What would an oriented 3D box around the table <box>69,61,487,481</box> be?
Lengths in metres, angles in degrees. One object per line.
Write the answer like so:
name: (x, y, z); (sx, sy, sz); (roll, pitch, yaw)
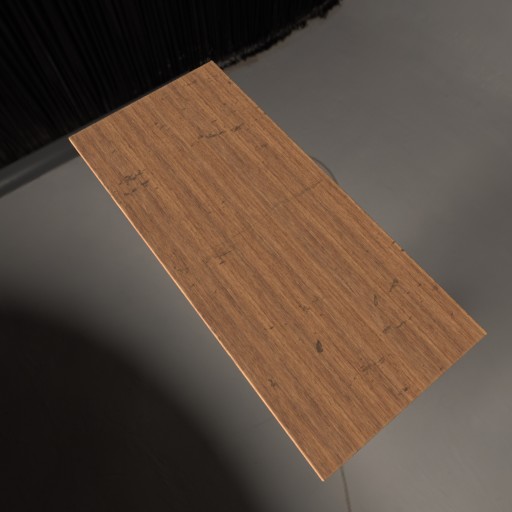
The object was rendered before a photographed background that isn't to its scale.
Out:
table: (0.000, 0.000, 2.618); (1.000, 0.757, 2.200); (-35, 70, -15)
